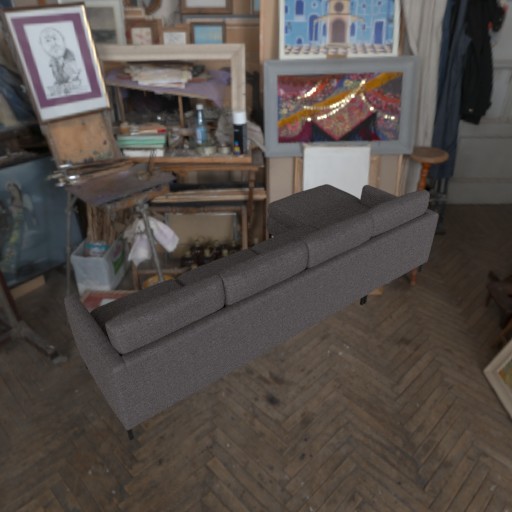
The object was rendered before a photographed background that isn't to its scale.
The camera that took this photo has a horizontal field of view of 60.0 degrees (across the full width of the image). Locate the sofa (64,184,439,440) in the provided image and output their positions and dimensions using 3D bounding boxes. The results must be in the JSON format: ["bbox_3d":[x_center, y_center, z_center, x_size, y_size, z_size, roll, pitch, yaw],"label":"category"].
[{"bbox_3d":[0.000,0.000,3.290,2.731,0.754,1.258,-23,39,-31],"label":"sofa"}]
